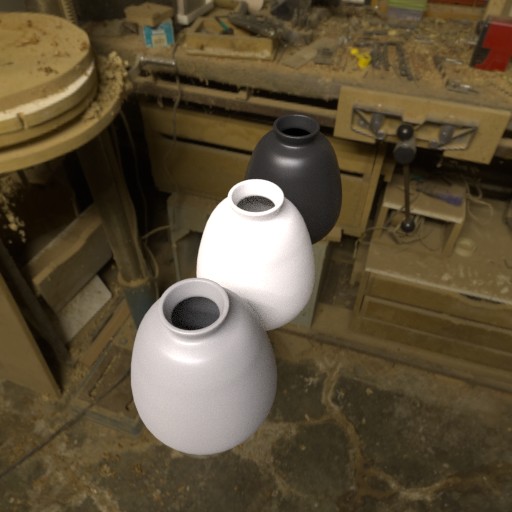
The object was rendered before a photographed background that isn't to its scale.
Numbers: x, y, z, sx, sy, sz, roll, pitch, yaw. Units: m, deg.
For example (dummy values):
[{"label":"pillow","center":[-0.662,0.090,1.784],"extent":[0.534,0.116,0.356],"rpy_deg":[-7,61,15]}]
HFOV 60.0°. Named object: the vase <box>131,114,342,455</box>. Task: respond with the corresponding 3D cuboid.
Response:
[{"label":"vase","center":[0.000,0.000,0.352],"extent":[0.097,0.122,0.297],"rpy_deg":[15,48,14]}]
